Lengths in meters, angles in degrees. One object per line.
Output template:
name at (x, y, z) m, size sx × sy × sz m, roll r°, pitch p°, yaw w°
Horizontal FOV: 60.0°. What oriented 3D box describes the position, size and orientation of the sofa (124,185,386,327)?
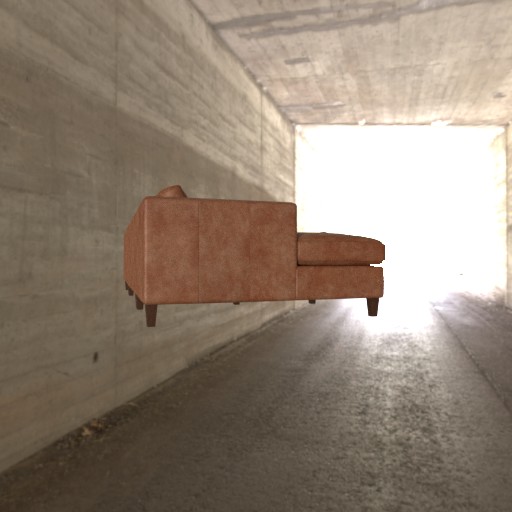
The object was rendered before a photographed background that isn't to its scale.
sofa at (0.000, 0.000, 4.410) m, size 2.430 × 0.832 × 3.401 m, roll 0°, pitch -1°, yaw -18°
